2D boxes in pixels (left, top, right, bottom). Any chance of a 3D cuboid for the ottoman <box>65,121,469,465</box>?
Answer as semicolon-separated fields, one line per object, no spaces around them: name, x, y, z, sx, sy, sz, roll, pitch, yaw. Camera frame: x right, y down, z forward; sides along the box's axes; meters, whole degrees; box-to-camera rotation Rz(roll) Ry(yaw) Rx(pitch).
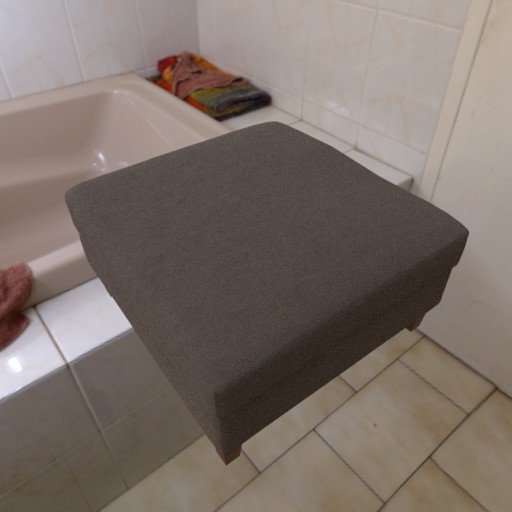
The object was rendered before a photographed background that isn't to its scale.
ottoman;0.000;0.000;1.408;0.861;0.482;0.881;-26;47;-27
